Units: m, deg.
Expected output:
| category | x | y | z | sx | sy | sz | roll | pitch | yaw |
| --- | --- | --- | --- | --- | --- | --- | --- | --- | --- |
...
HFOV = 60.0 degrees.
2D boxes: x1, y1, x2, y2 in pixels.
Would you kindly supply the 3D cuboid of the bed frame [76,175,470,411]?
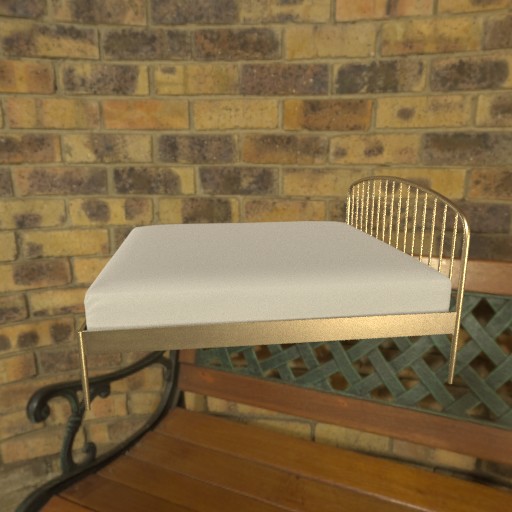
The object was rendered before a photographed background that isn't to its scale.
| category | x | y | z | sx | sy | sz | roll | pitch | yaw |
| --- | --- | --- | --- | --- | --- | --- | --- | --- | --- |
| bed frame | 0.000 | 0.000 | 3.370 | 2.152 | 1.174 | 2.016 | -2 | 14 | -7 |
